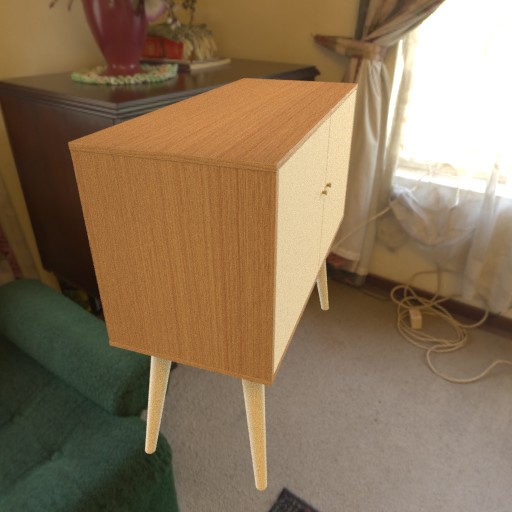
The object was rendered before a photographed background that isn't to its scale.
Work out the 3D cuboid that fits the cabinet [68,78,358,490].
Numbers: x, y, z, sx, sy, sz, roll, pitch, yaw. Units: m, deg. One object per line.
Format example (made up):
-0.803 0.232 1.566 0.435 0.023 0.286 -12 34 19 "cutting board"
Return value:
0.000 0.000 1.548 0.470 1.016 1.057 10 30 17 "cabinet"
